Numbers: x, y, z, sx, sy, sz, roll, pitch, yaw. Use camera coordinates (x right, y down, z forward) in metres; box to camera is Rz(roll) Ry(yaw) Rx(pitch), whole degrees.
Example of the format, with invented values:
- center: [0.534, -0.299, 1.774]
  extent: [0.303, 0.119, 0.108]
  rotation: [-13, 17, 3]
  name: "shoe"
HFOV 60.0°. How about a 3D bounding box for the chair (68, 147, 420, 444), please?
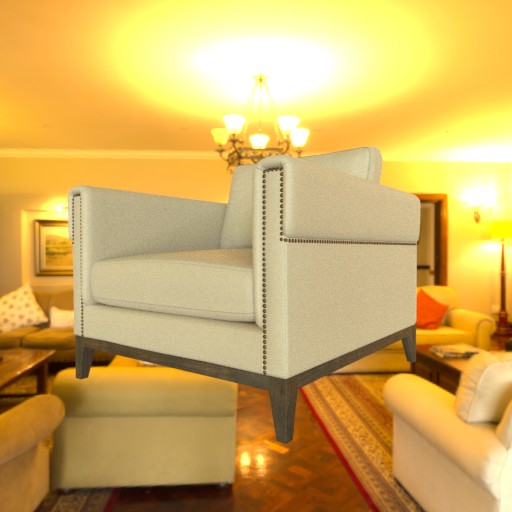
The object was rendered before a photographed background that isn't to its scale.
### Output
- center: [0.000, 0.000, 1.630]
  extent: [0.914, 0.838, 0.959]
  rotation: [1, 1, 37]
  name: "chair"
